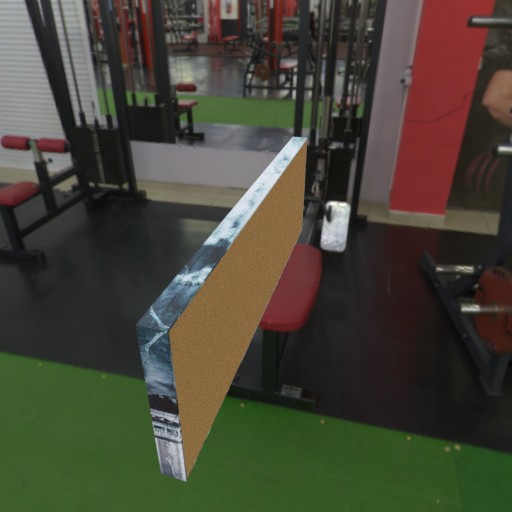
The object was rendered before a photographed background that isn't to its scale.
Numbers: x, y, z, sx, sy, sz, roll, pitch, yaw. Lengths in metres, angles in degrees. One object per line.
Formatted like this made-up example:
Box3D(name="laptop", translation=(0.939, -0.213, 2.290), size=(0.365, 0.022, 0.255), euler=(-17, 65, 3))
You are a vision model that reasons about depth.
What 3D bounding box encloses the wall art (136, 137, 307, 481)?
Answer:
Box3D(name="wall art", translation=(0.000, 0.000, 0.833), size=(0.037, 0.251, 0.759), euler=(8, 31, 14))
